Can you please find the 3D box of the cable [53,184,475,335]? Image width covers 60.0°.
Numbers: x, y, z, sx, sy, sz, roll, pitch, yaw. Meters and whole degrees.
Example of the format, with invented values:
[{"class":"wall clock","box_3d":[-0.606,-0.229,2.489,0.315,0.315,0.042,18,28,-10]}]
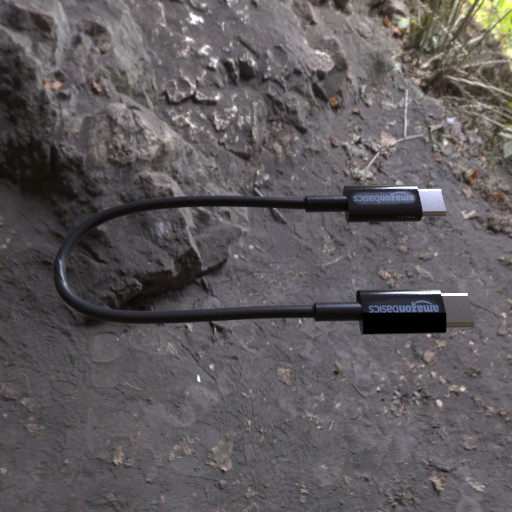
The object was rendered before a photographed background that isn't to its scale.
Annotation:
[{"class":"cable","box_3d":[0.000,0.000,0.109,0.098,0.005,0.041,-1,63,0]}]
